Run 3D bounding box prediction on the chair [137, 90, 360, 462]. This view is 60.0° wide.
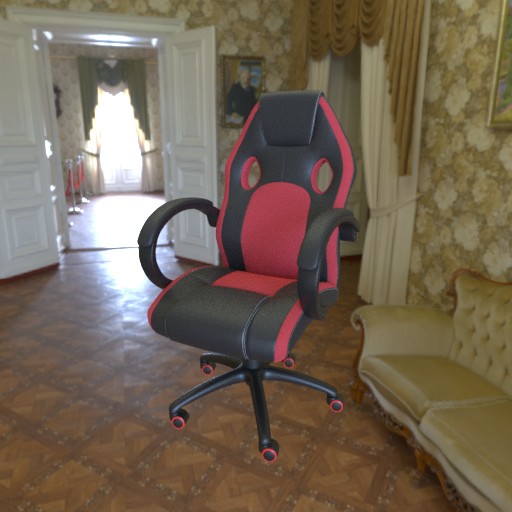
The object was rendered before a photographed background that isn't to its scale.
[{"bbox_3d":[0.000,0.000,1.617,0.673,1.187,0.724,8,17,26],"label":"chair"}]
